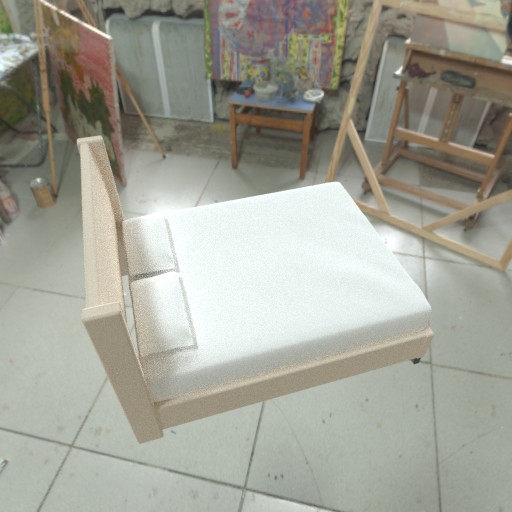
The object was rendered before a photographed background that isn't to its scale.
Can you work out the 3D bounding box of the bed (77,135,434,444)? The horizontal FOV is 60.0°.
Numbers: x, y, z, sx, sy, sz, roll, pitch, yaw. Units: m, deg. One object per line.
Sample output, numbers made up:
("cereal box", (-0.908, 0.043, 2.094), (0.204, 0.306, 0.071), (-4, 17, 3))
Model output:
("bed", (0.000, 0.000, 3.486), (2.293, 1.471, 1.778), (-12, 46, -12))
